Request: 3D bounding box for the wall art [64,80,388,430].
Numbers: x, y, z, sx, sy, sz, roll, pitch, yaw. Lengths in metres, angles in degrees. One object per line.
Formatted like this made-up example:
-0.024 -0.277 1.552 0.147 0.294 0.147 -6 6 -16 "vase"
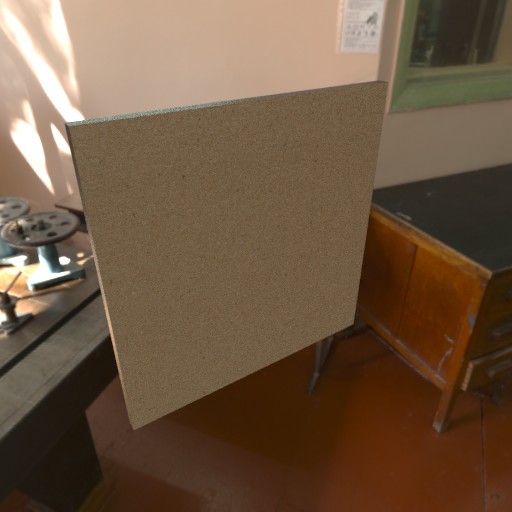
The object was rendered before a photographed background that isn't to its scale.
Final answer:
0.000 0.000 1.135 0.773 0.775 0.031 -19 35 -28 "wall art"
